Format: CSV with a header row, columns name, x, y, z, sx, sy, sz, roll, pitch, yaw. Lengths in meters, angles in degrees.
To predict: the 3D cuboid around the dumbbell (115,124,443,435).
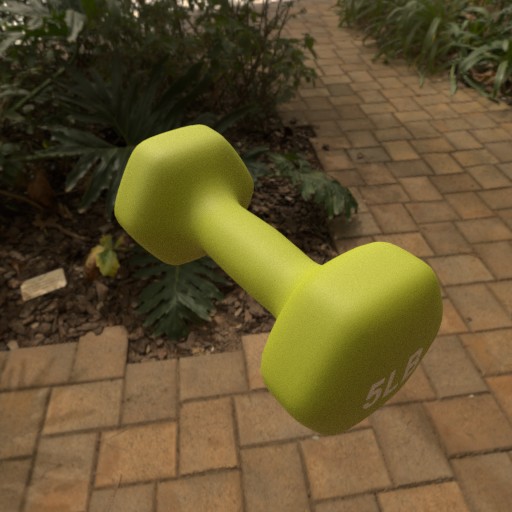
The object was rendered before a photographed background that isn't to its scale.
name,x,y,z,sx,sy,sz,roll,pitch,yaw
dumbbell,0.000,0.000,0.207,0.080,0.072,0.164,-26,47,-27
